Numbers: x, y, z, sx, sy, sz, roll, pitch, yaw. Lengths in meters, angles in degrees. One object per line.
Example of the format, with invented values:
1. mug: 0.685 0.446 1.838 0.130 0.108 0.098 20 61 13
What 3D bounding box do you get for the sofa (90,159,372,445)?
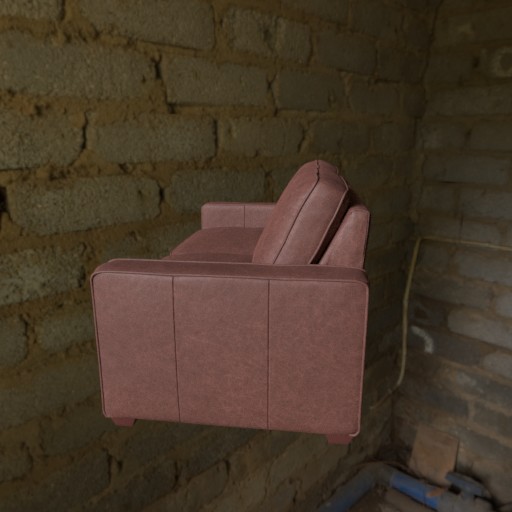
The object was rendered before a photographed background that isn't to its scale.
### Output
1. sofa: 0.000 0.000 2.258 0.947 0.918 1.709 2 15 7
